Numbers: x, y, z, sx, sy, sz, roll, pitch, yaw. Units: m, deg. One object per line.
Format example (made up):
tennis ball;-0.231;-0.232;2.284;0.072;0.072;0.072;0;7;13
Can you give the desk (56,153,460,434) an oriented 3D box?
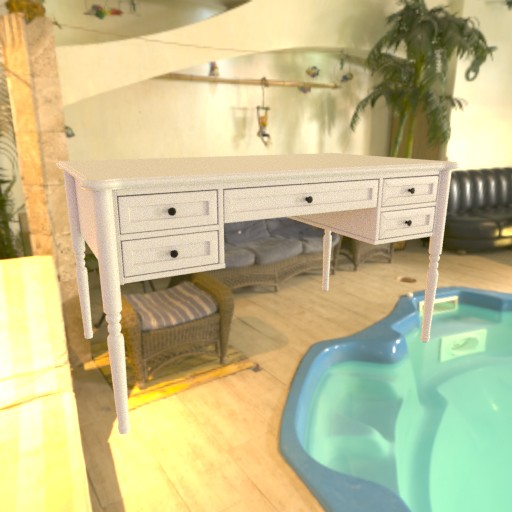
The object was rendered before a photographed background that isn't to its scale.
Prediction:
desk;0.000;0.000;1.820;1.380;0.762;0.807;-8;18;-27
